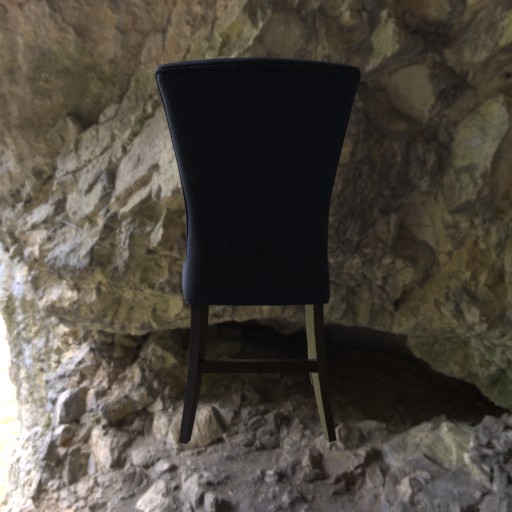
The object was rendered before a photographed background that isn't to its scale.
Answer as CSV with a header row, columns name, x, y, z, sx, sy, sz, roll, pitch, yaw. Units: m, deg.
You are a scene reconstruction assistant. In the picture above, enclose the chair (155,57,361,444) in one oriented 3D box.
name,x,y,z,sx,sy,sz,roll,pitch,yaw
chair,0.000,0.000,1.377,0.520,0.991,0.660,0,1,-1
